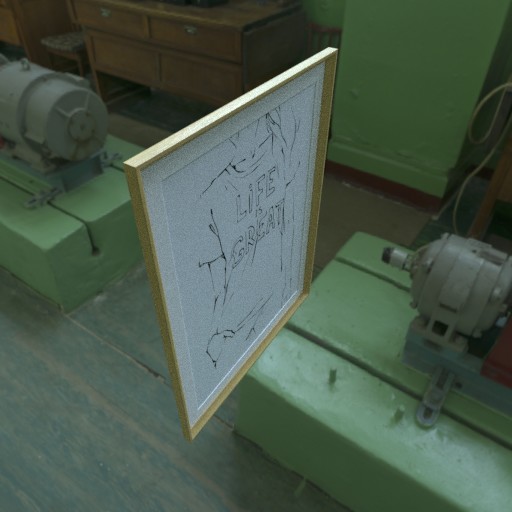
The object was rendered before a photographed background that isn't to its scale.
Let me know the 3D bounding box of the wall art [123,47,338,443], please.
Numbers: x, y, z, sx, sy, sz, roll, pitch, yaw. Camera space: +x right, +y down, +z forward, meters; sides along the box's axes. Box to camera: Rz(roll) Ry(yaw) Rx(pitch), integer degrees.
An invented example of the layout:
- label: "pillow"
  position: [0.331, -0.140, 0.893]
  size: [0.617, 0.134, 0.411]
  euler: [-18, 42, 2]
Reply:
- label: "wall art"
  position: [0.000, 0.000, 1.350]
  size: [0.030, 1.002, 0.798]
  euler: [24, 46, 25]
